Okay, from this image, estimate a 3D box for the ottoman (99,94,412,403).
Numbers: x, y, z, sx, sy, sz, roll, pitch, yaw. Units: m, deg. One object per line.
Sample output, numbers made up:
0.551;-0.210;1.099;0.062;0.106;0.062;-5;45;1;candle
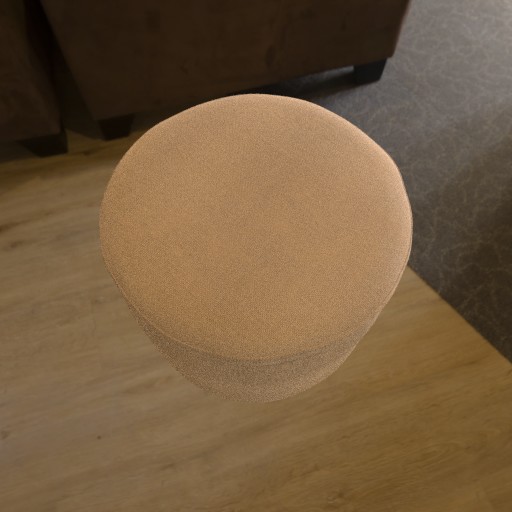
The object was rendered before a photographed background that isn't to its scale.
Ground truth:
0.000;0.000;0.854;0.497;0.409;0.497;0;63;0;ottoman
